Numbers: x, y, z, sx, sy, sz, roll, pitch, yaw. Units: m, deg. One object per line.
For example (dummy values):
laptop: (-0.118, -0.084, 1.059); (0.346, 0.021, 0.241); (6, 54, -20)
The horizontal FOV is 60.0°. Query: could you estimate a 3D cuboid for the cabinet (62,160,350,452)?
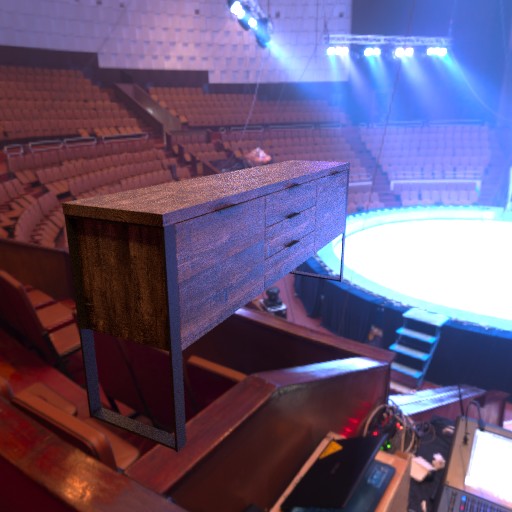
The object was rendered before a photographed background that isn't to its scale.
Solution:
cabinet: (0.000, 0.000, 2.129); (0.395, 0.762, 1.800); (8, 19, 26)
